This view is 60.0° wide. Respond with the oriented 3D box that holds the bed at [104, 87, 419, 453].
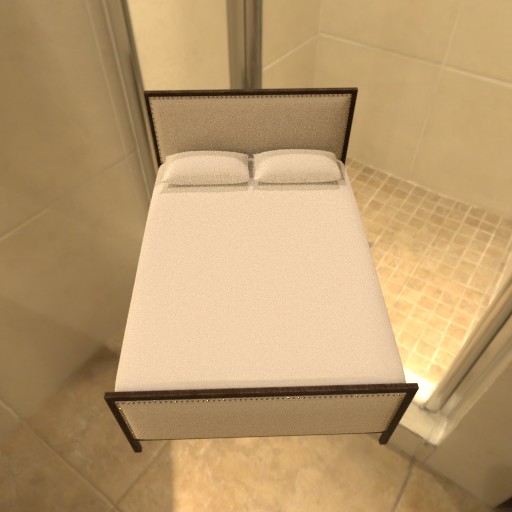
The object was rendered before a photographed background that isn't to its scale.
[{"bbox_3d":[0.000,0.000,3.070,1.607,1.313,2.221,-1,47,-1],"label":"bed"}]
